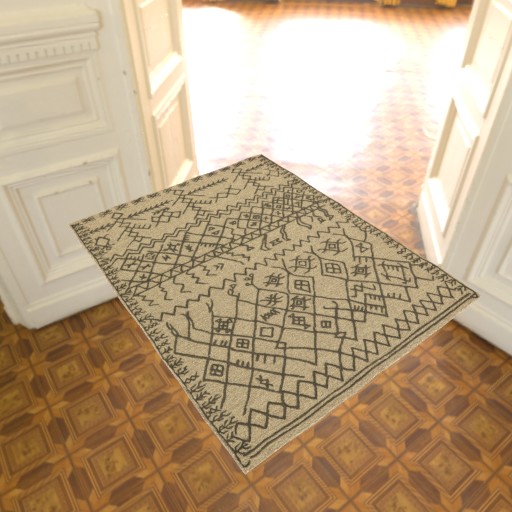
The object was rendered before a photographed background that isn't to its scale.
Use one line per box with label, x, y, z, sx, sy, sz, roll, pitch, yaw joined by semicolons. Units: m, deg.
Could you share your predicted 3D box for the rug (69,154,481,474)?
rug;0.000;0.000;3.259;1.964;0.025;2.455;-26;48;-27
